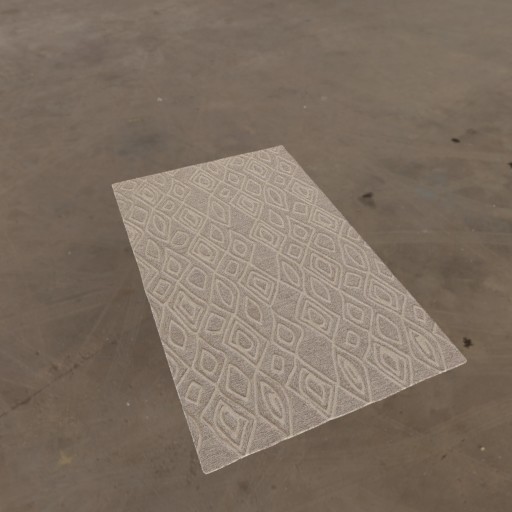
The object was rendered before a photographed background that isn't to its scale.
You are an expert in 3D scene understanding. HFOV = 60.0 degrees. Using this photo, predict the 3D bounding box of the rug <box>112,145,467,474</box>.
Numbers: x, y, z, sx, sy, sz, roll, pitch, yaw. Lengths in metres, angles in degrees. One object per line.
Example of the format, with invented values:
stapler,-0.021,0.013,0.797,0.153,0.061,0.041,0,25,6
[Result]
rug,0.000,0.000,3.044,1.546,0.010,2.442,-17,48,-16
